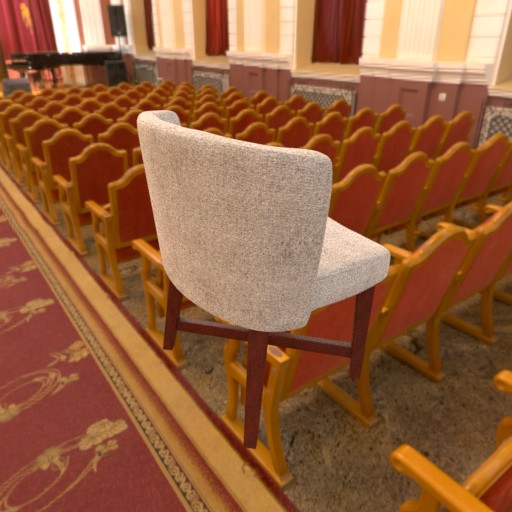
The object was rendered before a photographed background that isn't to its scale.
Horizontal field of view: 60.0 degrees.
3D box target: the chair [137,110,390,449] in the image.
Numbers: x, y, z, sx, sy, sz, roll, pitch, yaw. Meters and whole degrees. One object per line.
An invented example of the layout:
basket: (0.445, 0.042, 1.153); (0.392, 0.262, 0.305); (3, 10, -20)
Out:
chair: (0.000, 0.000, 1.329); (0.575, 0.827, 0.728); (-17, 31, -31)
